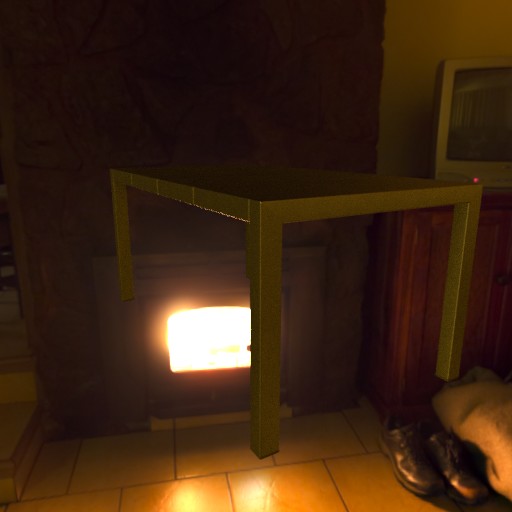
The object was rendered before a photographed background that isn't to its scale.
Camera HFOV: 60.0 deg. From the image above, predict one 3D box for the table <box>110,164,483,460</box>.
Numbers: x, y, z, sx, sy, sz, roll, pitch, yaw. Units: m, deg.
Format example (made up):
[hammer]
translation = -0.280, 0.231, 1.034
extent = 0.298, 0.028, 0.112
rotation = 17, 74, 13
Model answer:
[table]
translation = 0.000, 0.000, 1.267
extent = 0.559, 0.460, 0.965
rotation = -9, 17, -30
